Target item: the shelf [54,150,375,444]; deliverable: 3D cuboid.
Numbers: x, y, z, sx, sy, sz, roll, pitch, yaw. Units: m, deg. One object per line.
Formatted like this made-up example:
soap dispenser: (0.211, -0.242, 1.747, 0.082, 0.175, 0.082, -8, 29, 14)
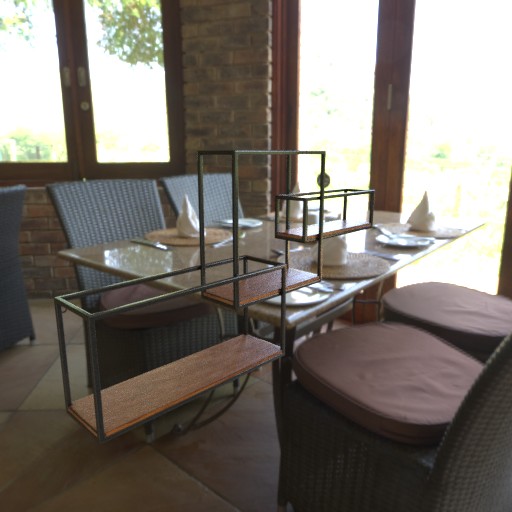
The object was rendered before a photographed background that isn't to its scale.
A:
shelf: (0.000, 0.000, 2.099, 0.275, 0.972, 1.781, 13, 18, 43)
